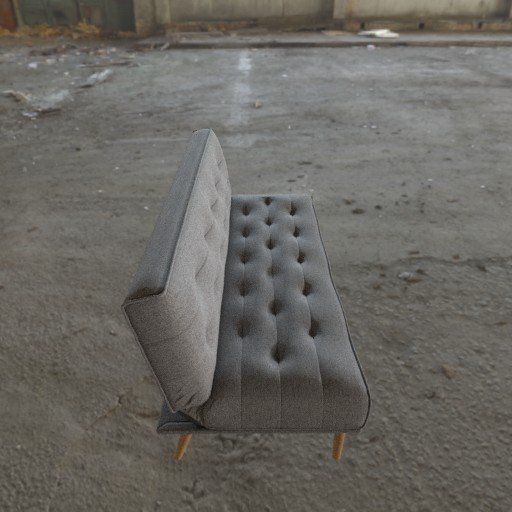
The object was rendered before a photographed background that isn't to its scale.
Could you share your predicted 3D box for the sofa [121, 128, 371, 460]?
[{"bbox_3d":[0.000,0.000,2.274,0.810,0.830,1.820,0,31,0],"label":"sofa"}]
